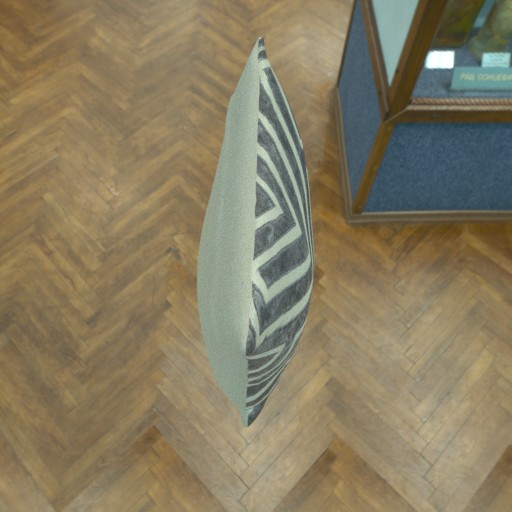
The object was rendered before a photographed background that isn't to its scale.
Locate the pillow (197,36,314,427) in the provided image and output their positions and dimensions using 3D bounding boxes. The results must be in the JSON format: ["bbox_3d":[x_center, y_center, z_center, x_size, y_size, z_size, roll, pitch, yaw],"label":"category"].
[{"bbox_3d":[0.000,0.000,0.674,0.182,0.441,0.440,2,62,1],"label":"pillow"}]
